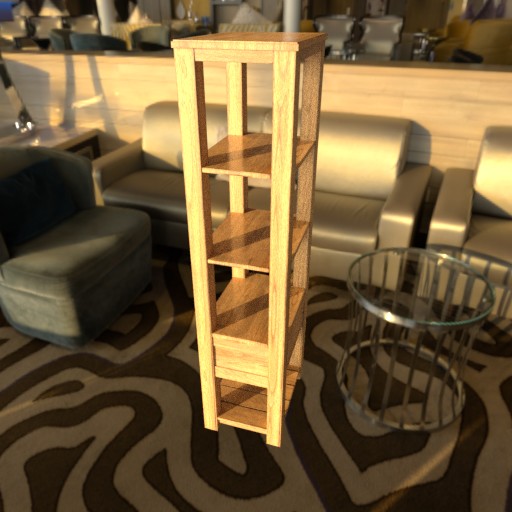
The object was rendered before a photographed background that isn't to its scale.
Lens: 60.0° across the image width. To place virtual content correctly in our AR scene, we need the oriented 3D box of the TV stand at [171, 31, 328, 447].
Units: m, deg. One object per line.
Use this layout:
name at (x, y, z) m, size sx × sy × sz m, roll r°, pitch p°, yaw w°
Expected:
TV stand at (0.000, 0.000, 2.053) m, size 0.435 × 1.828 × 0.565 m, roll 8°, pitch 31°, yaw 15°
